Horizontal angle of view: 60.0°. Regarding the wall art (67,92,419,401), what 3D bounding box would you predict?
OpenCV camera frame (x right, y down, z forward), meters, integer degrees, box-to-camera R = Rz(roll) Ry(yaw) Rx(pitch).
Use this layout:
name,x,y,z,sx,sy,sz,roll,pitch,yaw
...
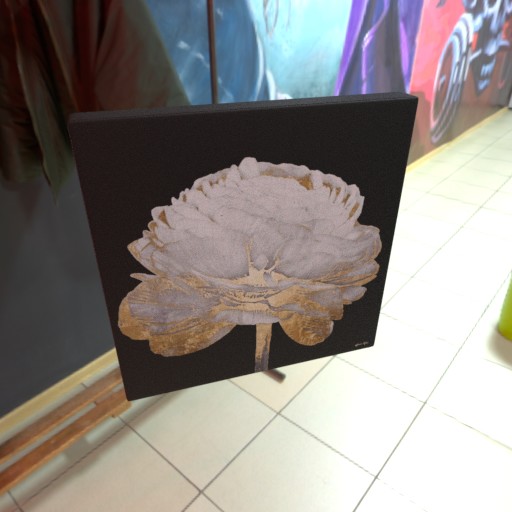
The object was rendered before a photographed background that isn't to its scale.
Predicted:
name,x,y,z,sx,sy,sz,roll,pitch,yaw
wall art,0.000,0.000,0.612,0.406,0.407,0.041,-9,32,-14
